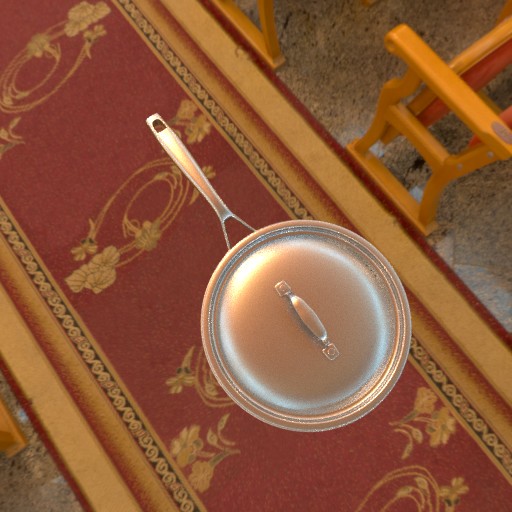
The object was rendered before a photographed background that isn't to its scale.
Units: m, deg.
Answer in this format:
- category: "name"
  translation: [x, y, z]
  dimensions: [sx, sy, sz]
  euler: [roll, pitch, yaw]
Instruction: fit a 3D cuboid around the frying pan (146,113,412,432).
- category: "frying pan"
  translation: [0.000, 0.000, 0.603]
  dimensions: [0.272, 0.086, 0.490]
  euler: [-36, 79, -8]
